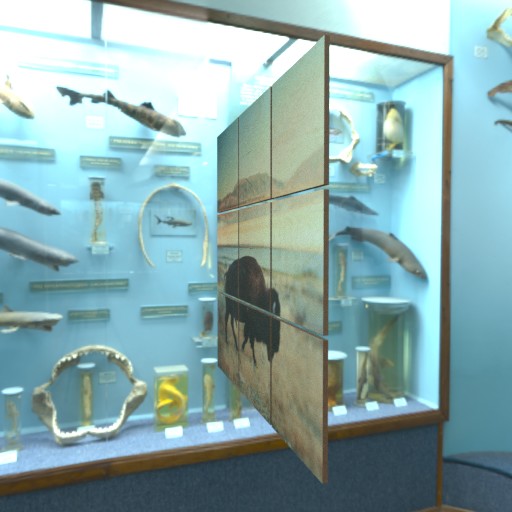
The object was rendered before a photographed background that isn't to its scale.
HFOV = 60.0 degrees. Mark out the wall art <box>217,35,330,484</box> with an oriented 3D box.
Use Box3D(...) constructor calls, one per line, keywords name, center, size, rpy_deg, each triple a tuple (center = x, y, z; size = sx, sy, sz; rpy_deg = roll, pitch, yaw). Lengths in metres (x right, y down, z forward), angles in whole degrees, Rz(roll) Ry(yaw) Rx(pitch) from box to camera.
Box3D(name="wall art", center=(0.000, 0.000, 1.323), size=(0.018, 0.904, 0.906), rpy_deg=(-1, 2, -19))
